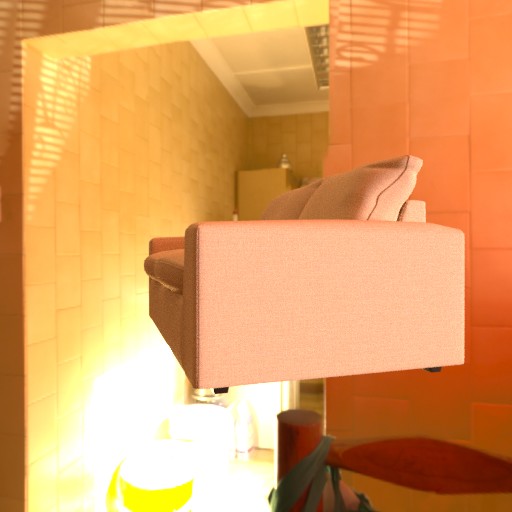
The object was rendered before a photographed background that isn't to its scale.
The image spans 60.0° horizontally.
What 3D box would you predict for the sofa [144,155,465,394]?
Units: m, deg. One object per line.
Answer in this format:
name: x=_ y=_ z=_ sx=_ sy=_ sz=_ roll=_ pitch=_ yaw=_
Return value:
sofa: x=0.000 y=0.000 z=2.331 sx=1.091 sy=0.875 sz=1.754 roll=0 pitch=0 yaw=-18
